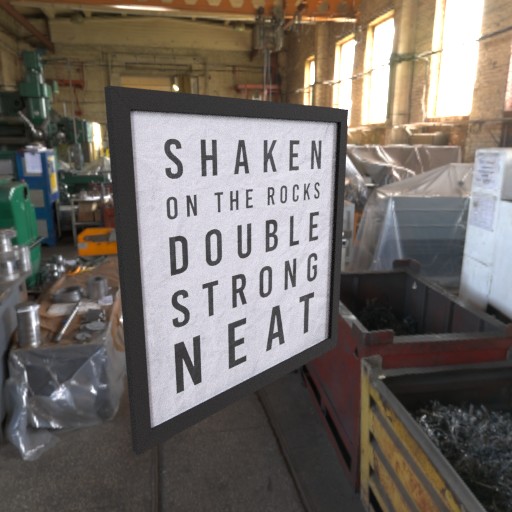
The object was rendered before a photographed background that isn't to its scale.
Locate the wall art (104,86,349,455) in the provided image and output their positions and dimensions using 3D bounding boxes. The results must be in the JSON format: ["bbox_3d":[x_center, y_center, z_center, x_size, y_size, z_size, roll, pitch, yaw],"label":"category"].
[{"bbox_3d":[0.000,0.000,0.690,0.013,0.458,0.456,14,19,43],"label":"wall art"}]
